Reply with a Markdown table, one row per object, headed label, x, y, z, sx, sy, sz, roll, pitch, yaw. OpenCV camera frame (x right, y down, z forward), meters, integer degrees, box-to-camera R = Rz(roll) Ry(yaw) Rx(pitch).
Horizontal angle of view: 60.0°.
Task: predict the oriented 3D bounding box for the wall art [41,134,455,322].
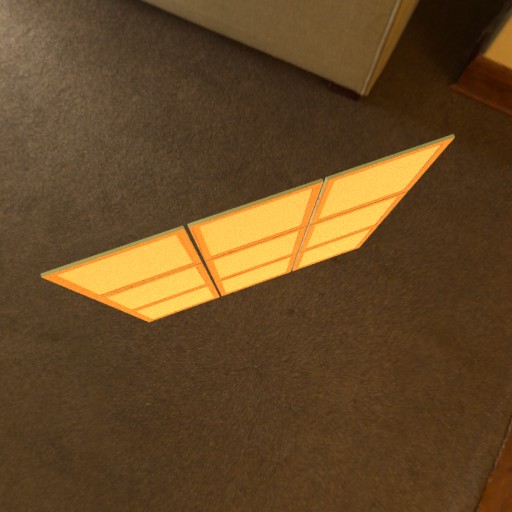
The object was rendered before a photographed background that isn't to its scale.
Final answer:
| label | x | y | z | sx | sy | sz | roll | pitch | yaw |
| --- | --- | --- | --- | --- | --- | --- | --- | --- | --- |
| wall art | 0.000 | 0.000 | 2.272 | 1.517 | 1.523 | 0.013 | -19 | 77 | -5 |
